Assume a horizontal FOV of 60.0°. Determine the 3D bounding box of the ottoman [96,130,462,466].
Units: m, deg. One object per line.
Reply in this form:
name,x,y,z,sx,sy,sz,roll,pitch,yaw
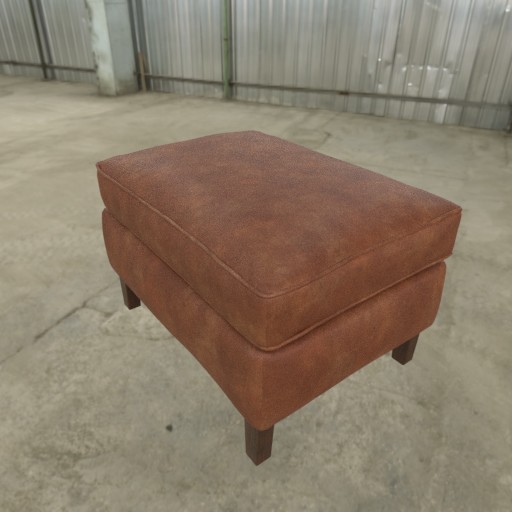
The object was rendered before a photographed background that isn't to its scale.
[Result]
ottoman,0.000,0.000,0.987,0.501,0.418,0.665,-21,37,-31
